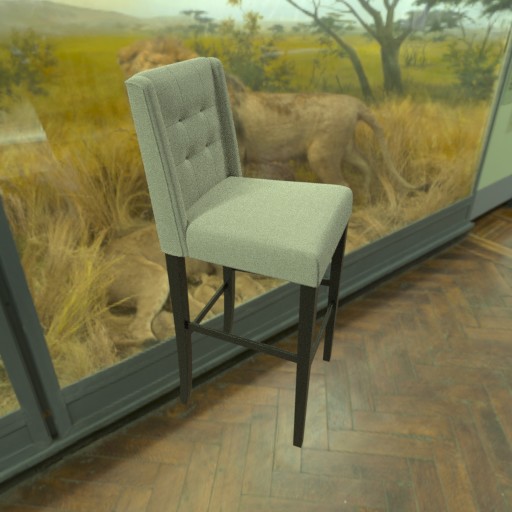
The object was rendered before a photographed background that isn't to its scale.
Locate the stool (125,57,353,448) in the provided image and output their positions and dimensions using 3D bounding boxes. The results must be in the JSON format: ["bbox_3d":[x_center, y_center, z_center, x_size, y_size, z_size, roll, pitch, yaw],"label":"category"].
[{"bbox_3d":[0.000,0.000,1.416,0.509,1.116,0.474,11,32,18],"label":"stool"}]
